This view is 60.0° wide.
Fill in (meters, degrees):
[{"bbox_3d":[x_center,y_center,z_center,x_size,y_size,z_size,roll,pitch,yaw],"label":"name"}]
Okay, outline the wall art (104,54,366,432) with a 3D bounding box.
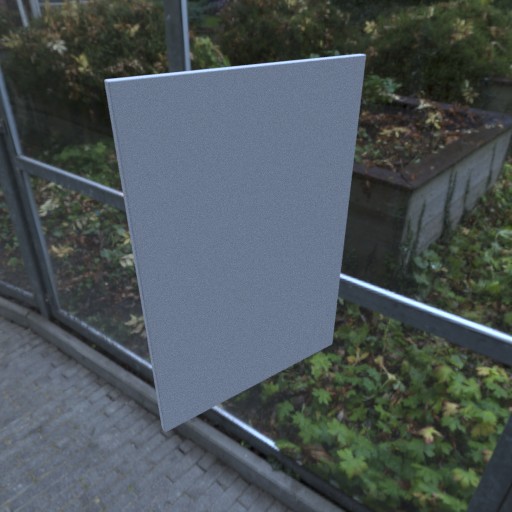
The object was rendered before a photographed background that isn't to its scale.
[{"bbox_3d":[0.000,0.000,0.604,0.329,0.482,0.011,-20,36,-29],"label":"wall art"}]
